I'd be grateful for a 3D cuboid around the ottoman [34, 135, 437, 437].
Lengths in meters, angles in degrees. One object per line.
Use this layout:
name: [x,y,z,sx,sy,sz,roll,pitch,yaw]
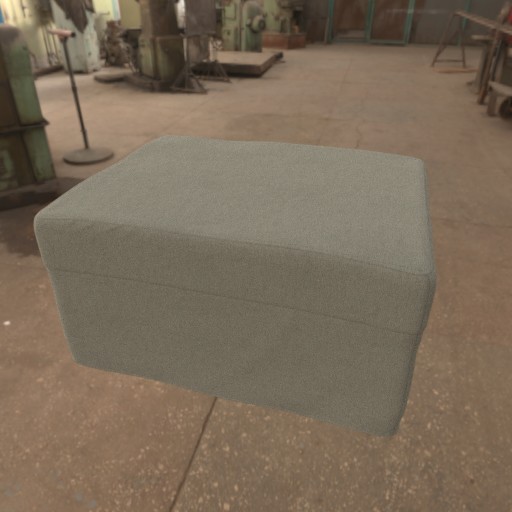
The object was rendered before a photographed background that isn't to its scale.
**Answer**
ottoman: [0.000,0.000,1.210,0.833,0.461,0.648,9,33,14]
